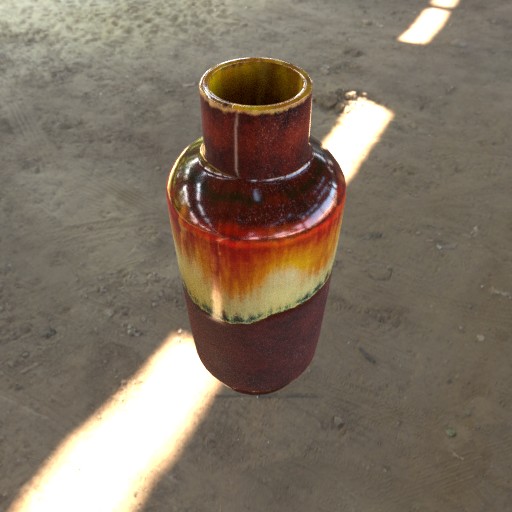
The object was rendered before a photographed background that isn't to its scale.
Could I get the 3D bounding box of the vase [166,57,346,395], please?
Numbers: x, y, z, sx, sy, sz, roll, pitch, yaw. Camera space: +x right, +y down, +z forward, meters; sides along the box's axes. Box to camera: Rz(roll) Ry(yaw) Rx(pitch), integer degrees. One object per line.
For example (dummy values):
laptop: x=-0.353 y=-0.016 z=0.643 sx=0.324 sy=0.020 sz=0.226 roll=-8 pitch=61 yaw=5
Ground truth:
vase: x=0.000 y=0.000 z=0.320 sx=0.111 sy=0.261 sz=0.111 roll=0 pitch=47 yaw=0
